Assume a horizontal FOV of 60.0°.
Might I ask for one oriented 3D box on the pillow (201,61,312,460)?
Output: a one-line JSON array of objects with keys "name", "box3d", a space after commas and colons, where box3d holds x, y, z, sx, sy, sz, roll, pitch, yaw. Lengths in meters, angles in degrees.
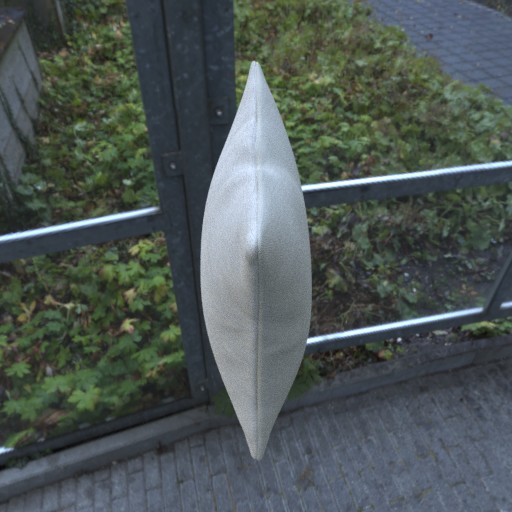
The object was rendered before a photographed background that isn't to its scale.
[{"name": "pillow", "box3d": [0.000, 0.000, 0.657, 0.162, 0.420, 0.437, 0, 42, 0]}]
